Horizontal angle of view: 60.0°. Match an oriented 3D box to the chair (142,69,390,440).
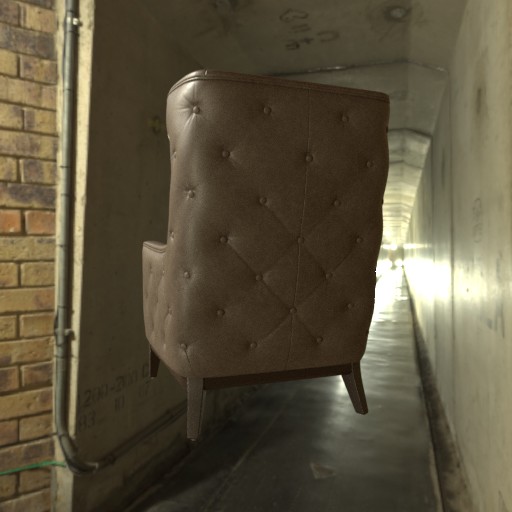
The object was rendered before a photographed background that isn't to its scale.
[{"bbox_3d":[0.000,0.000,1.666,0.769,1.079,0.899,0,1,-20],"label":"chair"}]
